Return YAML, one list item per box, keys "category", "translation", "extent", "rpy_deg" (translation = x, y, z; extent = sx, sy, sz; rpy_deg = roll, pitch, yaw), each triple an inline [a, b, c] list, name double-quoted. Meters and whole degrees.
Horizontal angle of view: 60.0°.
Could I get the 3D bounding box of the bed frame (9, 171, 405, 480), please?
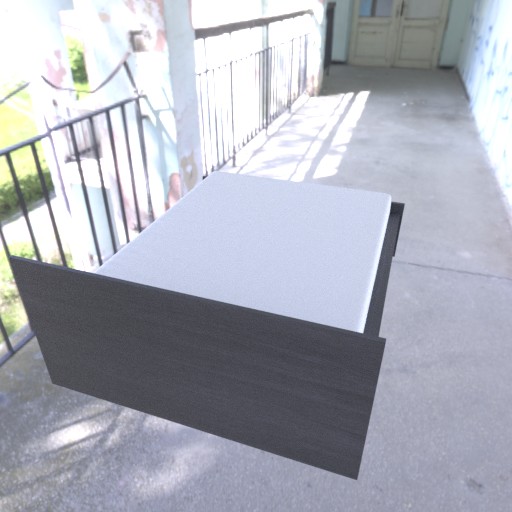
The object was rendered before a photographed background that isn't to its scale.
- category: "bed frame"
  translation: [0.000, 0.000, 2.719]
  extent: [1.622, 0.800, 1.960]
  rpy_deg: [11, 33, 16]
